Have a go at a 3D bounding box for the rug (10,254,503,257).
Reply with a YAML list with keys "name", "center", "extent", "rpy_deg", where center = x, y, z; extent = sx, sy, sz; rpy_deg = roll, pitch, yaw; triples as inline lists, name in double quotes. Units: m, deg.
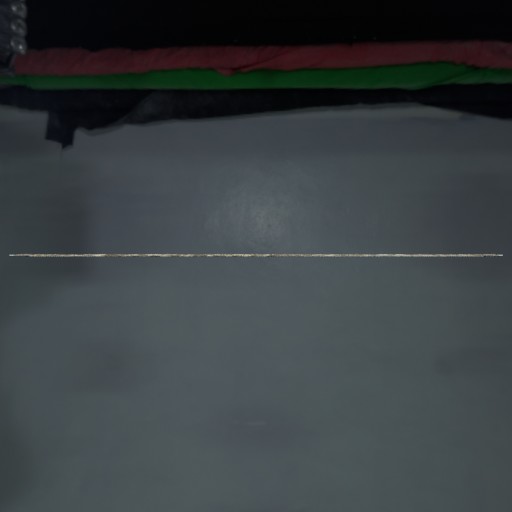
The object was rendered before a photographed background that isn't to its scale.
- name: "rug"
  center: [0.000, 0.000, 2.429]
  extent: [2.029, 0.010, 1.237]
  rpy_deg: [0, 0, 0]
